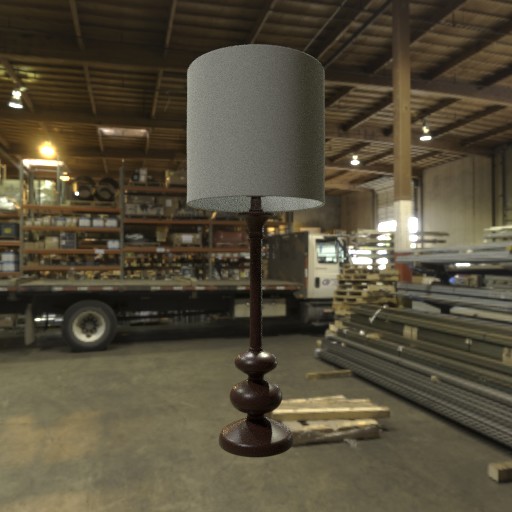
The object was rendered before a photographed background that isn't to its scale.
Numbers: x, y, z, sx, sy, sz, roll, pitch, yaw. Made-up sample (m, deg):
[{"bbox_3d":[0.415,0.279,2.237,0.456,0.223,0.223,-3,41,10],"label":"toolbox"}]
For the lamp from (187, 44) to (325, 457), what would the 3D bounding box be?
[{"bbox_3d":[0.000,0.000,0.824,0.254,0.690,0.254,0,0,-17],"label":"lamp"}]
